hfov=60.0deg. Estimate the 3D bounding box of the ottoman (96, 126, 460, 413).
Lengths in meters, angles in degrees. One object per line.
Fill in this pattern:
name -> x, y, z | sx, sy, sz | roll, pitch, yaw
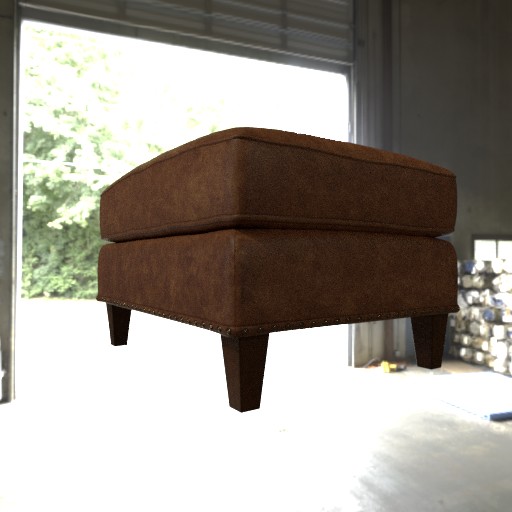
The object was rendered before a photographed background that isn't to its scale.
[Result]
ottoman -> 0.000, 0.000, 1.093 | 0.586, 0.486, 0.742 | 0, -1, -34
